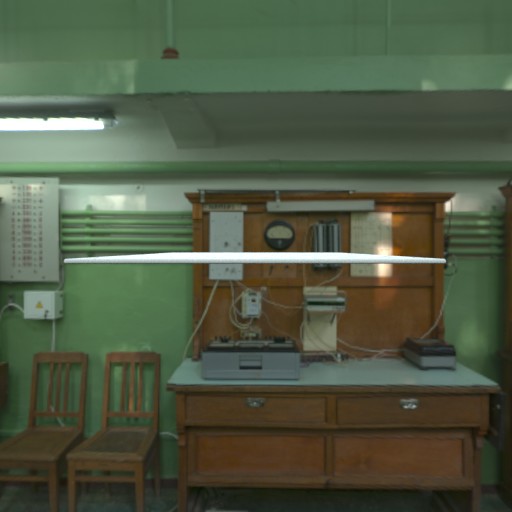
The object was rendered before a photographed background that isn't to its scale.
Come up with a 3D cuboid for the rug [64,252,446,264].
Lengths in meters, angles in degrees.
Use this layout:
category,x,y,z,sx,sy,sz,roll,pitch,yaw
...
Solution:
category,x,y,z,sx,sy,sz,roll,pitch,yaw
rug,0.000,0.000,2.323,1.222,0.015,1.828,0,1,0
